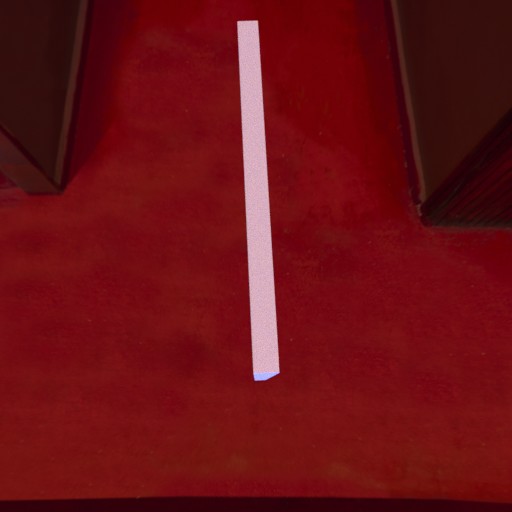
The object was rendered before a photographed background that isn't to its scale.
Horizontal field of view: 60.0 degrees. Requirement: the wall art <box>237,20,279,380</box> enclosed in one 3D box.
[{"bbox_3d":[0.000,0.000,1.146,0.037,0.916,0.610,-3,74,-1],"label":"wall art"}]
